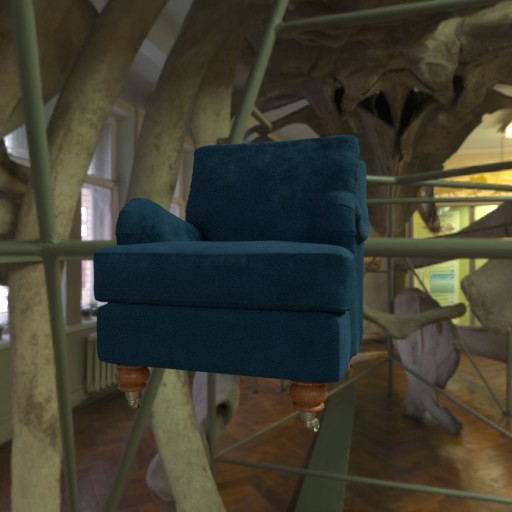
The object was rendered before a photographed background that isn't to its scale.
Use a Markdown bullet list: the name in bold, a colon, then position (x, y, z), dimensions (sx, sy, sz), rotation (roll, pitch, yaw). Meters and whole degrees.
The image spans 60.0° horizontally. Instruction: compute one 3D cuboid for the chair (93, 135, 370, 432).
- **chair**: position (0.000, 0.000, 1.854), dimensions (0.895, 1.076, 1.078), rotation (0, 1, 18)
